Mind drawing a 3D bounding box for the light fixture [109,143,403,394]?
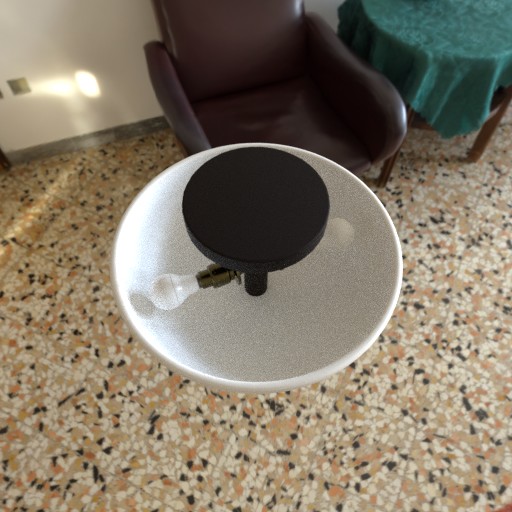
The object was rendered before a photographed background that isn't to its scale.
[{"bbox_3d":[0.000,0.000,0.525,0.331,0.212,0.331,0,58,0],"label":"light fixture"}]
